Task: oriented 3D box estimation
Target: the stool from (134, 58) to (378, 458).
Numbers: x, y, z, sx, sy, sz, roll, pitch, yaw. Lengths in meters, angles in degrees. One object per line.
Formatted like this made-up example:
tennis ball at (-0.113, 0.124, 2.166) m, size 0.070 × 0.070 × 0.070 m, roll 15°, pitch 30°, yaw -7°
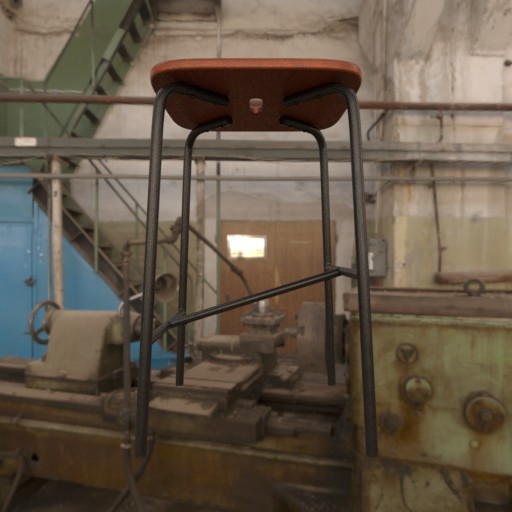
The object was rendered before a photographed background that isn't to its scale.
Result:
stool at (0.000, 0.000, 0.859) m, size 0.376 × 0.610 × 0.376 m, roll 0°, pitch 1°, yaw 0°
